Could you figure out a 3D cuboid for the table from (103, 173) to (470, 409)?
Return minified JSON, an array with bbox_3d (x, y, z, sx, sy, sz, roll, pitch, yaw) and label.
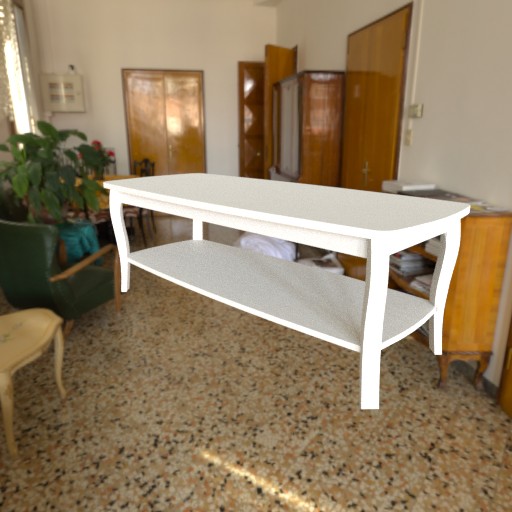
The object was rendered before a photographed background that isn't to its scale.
[{"bbox_3d":[0.000,0.000,1.621,1.334,0.474,0.561,15,22,42],"label":"table"}]
